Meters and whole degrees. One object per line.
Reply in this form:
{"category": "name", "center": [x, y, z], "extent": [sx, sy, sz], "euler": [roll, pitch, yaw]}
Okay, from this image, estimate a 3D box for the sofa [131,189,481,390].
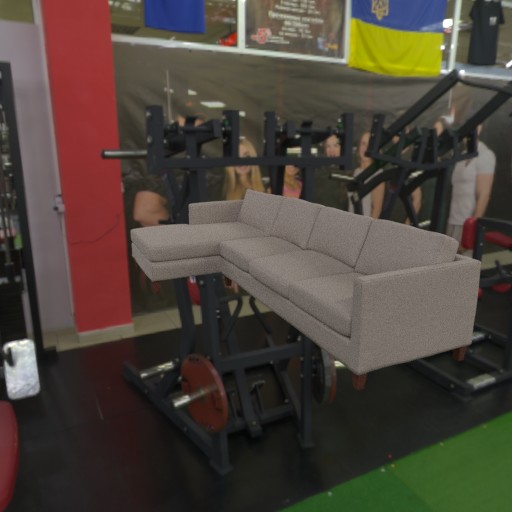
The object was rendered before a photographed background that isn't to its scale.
{"category": "sofa", "center": [0.000, 0.000, 3.864], "extent": [1.625, 0.846, 3.186], "euler": [-7, 17, -24]}
